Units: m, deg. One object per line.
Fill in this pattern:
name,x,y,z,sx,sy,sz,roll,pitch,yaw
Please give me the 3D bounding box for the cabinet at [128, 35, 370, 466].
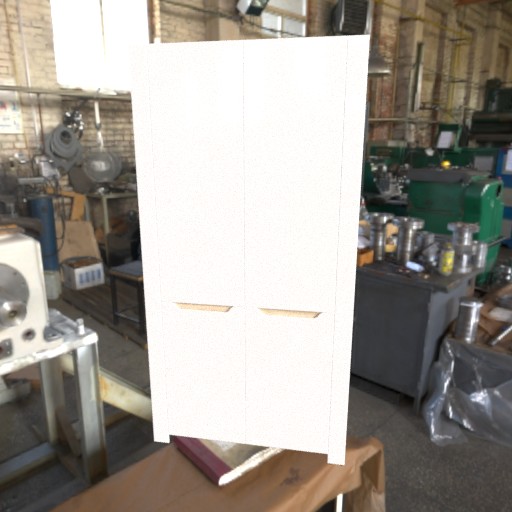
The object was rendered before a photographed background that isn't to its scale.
cabinet,0.000,0.000,2.276,0.980,1.920,0.580,3,15,10
